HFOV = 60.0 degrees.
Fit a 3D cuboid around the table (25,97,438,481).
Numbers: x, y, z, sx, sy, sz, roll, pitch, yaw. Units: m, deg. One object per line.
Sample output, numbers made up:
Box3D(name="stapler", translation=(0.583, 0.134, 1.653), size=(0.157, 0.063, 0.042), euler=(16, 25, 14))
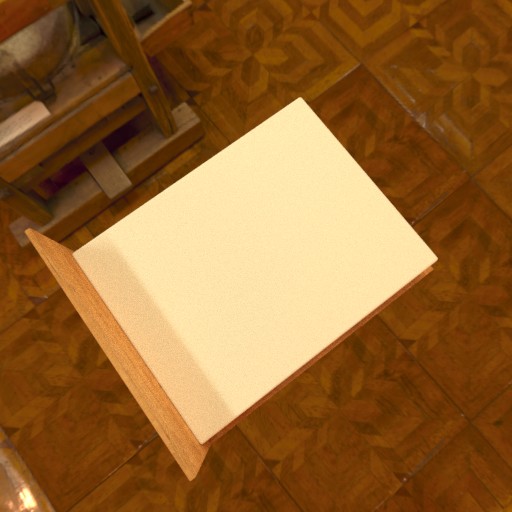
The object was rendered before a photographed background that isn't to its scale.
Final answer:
Box3D(name="table", translation=(0.000, 0.000, 3.121), size=(2.149, 1.041, 1.707), euler=(-36, 80, -7))
